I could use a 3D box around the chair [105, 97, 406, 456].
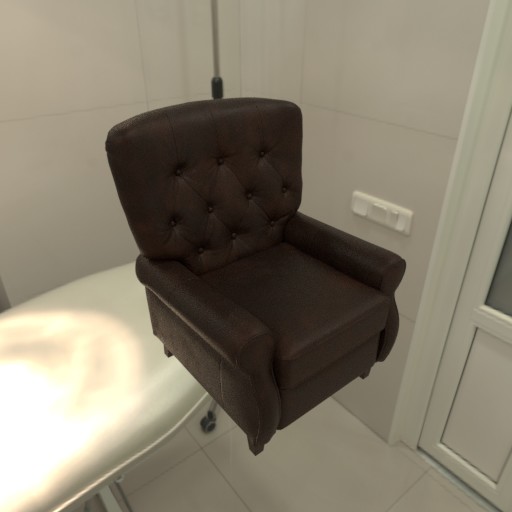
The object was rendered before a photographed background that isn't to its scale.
[{"bbox_3d":[0.000,0.000,1.909,0.948,1.158,1.058,-22,37,-32],"label":"chair"}]
